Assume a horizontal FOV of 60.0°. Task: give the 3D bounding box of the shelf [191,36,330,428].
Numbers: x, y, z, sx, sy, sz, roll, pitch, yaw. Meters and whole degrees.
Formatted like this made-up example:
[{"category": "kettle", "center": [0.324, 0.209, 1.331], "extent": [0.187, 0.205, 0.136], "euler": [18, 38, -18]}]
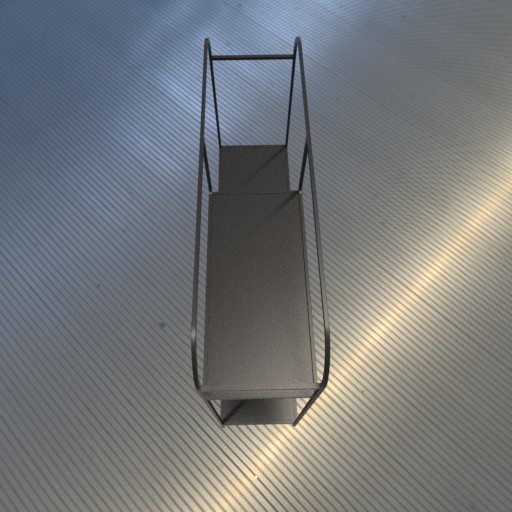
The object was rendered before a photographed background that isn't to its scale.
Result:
[{"category": "shelf", "center": [0.000, 0.000, 0.889], "extent": [0.160, 0.600, 0.600], "euler": [-1, 64, -1]}]
